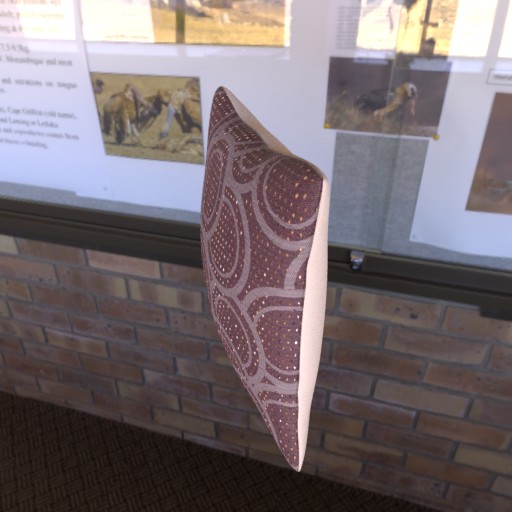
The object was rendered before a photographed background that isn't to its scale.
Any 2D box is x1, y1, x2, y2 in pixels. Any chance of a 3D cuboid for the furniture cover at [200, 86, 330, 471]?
[{"bbox_3d":[0.000,0.000,0.821,0.193,0.509,0.552,-8,32,-13],"label":"furniture cover"}]
